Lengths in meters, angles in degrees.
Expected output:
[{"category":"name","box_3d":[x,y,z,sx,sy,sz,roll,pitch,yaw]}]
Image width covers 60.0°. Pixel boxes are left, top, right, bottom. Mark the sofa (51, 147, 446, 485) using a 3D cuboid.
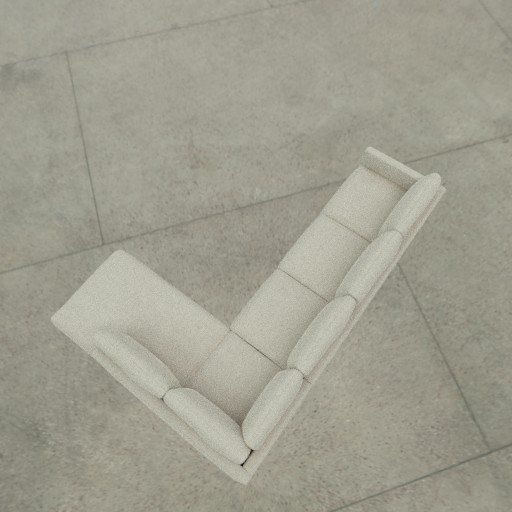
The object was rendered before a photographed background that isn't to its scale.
[{"category":"sofa","box_3d":[0.000,0.000,3.815,2.007,0.815,2.949,34,70,15]}]
